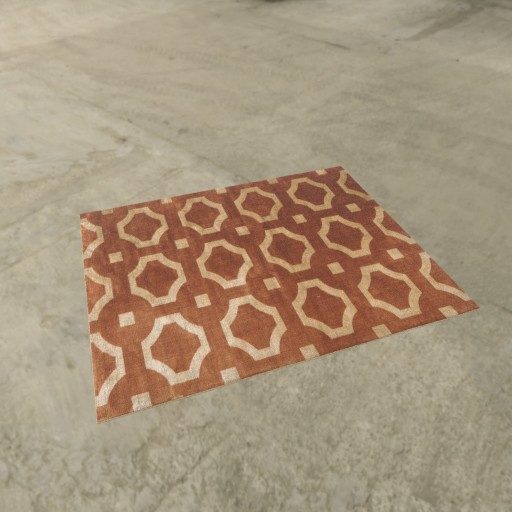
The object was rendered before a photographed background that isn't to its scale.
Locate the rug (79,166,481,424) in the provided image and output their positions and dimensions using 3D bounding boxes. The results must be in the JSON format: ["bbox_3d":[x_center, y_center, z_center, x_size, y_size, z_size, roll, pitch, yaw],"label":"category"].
[{"bbox_3d":[0.000,0.000,4.131,3.049,0.021,2.466,-13,43,-14],"label":"rug"}]
